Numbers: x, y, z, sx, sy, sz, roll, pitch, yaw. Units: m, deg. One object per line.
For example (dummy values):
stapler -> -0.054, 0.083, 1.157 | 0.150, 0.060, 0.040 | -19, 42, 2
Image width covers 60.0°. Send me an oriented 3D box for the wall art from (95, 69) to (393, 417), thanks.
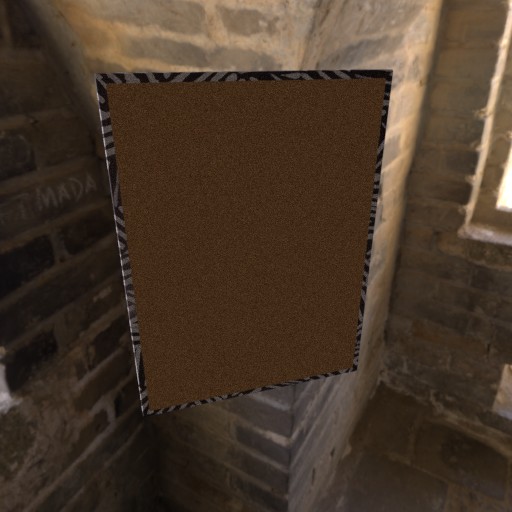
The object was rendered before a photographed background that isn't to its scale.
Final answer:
wall art -> 0.000, 0.000, 1.320 | 0.765, 1.017, 0.038 | -7, 26, -16
